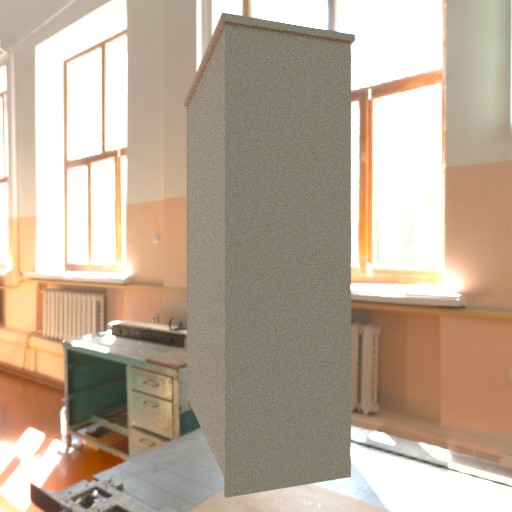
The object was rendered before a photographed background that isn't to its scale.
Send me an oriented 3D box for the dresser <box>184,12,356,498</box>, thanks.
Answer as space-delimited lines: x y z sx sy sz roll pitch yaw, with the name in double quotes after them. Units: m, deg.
0.000 0.000 1.535 0.399 1.255 0.704 0 0 -17 "dresser"
